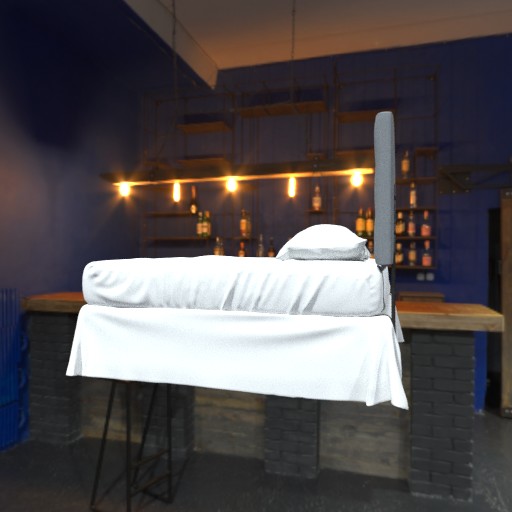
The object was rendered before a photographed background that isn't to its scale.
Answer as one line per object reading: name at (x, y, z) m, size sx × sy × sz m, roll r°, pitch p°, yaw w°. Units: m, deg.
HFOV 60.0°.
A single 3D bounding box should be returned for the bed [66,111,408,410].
bed at (0.000, 0.000, 3.455) m, size 2.222 × 1.577 × 1.936 m, roll 0°, pitch 0°, yaw 18°
